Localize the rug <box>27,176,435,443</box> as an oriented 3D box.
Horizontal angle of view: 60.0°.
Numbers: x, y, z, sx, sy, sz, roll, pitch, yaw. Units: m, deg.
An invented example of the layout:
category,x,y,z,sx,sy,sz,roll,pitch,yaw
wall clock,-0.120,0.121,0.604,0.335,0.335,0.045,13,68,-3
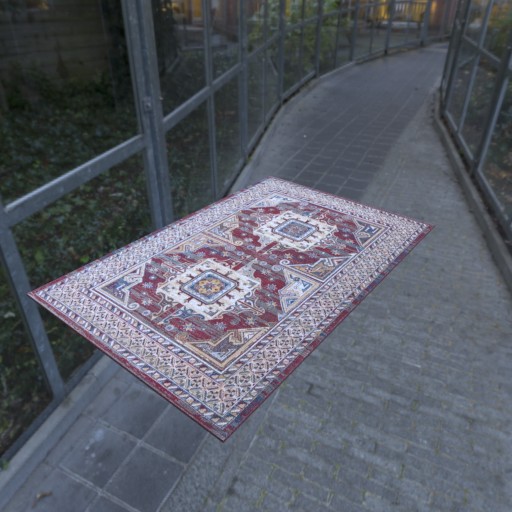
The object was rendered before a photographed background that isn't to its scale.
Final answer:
category,x,y,z,sx,sy,sz,roll,pitch,yaw
rug,0.000,0.000,5.763,3.033,0.033,4.578,23,39,32
